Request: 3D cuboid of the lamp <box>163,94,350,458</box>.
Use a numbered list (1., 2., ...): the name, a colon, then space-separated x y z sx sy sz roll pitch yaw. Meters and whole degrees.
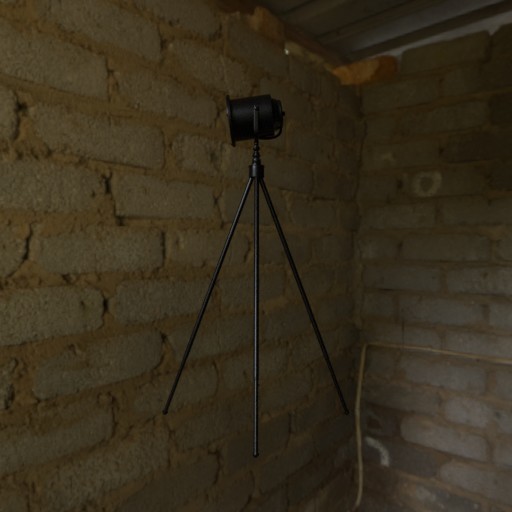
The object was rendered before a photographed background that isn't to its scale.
1. lamp: 0.000 0.000 2.083 0.884 1.504 0.879 0 1 1
